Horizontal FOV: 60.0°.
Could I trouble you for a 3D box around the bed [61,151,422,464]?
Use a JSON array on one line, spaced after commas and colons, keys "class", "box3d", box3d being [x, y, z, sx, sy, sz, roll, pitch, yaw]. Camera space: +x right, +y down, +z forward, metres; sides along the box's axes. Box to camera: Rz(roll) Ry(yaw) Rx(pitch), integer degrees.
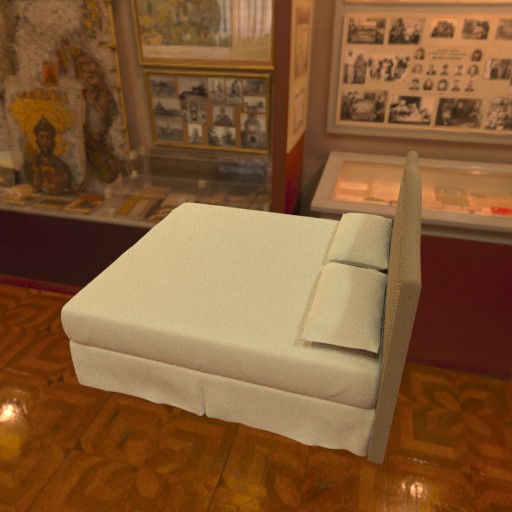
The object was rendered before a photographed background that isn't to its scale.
[{"class": "bed", "box3d": [0.000, 0.000, 3.378, 2.182, 1.421, 2.083, 9, 31, 15]}]
